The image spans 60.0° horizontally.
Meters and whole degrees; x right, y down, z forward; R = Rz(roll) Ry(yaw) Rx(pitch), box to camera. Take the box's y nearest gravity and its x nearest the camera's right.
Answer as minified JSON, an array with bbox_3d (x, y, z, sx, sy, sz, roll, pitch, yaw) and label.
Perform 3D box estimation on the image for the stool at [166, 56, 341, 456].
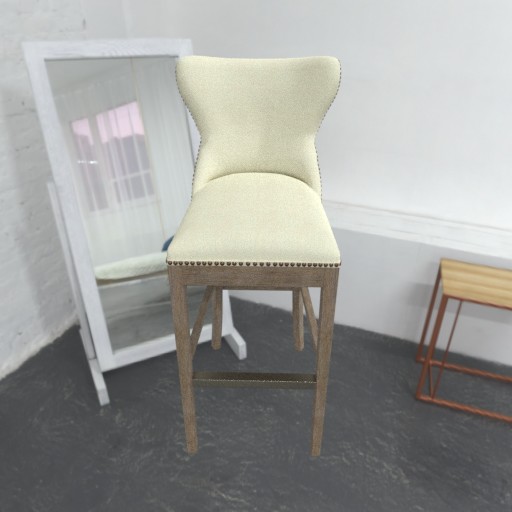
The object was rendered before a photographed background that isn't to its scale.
[{"bbox_3d":[0.000,0.000,1.405,0.494,1.123,0.606,1,29,1],"label":"stool"}]
